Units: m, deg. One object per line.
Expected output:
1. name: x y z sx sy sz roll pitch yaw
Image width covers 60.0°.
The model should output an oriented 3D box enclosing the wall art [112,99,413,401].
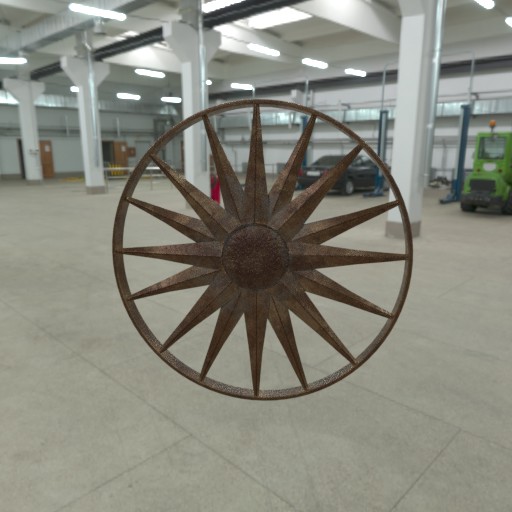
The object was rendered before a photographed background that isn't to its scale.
1. wall art: 0.000 0.000 0.865 0.582 0.583 0.084 2 13 9
